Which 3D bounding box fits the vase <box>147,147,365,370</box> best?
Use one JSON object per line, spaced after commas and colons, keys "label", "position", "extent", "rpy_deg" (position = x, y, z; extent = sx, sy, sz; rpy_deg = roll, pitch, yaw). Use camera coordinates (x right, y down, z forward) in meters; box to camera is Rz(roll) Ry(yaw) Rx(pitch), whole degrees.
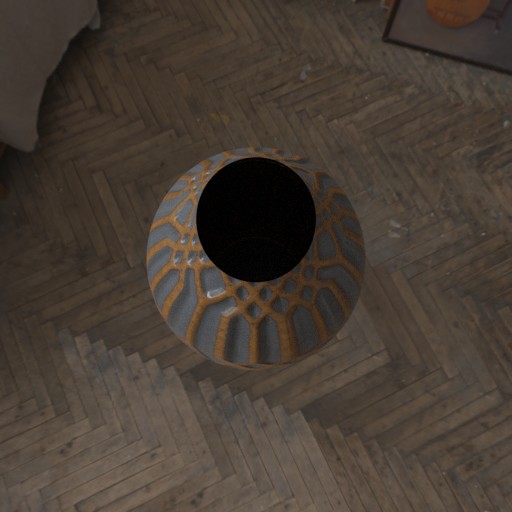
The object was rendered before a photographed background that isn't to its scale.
{"label": "vase", "position": [0.000, 0.000, 0.138], "extent": [0.069, 0.088, 0.069], "rpy_deg": [0, 76, 0]}
